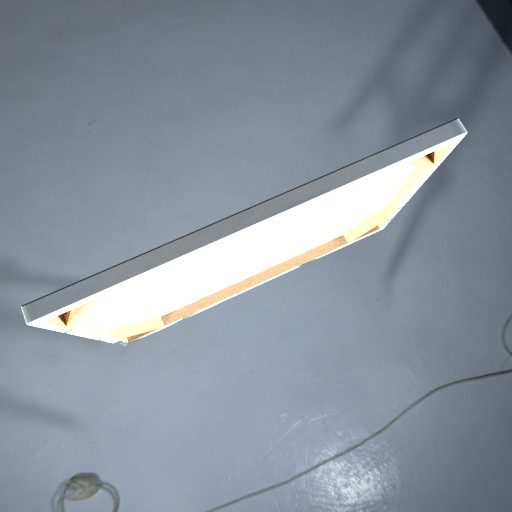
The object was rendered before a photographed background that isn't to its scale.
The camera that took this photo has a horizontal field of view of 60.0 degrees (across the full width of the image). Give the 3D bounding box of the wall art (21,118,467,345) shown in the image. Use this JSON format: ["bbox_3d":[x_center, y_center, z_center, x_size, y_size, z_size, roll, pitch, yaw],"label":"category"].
[{"bbox_3d":[0.000,0.000,1.134,0.914,0.609,0.039,-24,76,-6],"label":"wall art"}]
